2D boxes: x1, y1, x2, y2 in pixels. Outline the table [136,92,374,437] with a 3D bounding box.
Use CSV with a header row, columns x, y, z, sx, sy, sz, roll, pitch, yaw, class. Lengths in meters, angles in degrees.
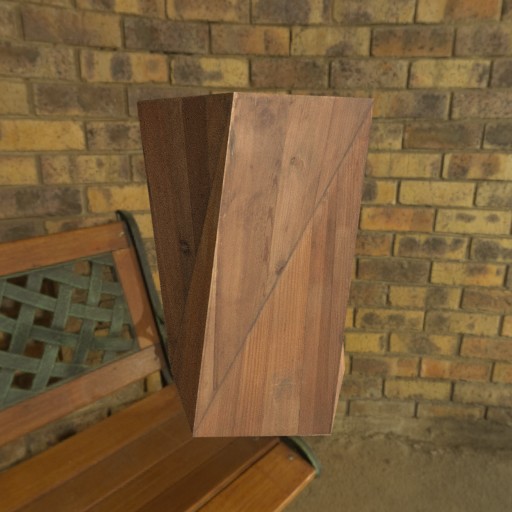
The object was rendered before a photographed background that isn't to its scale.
x,y,z,sx,sy,sz,roll,pitch,yaw,class
0.000,0.000,0.919,0.425,0.604,0.441,3,16,10,table
